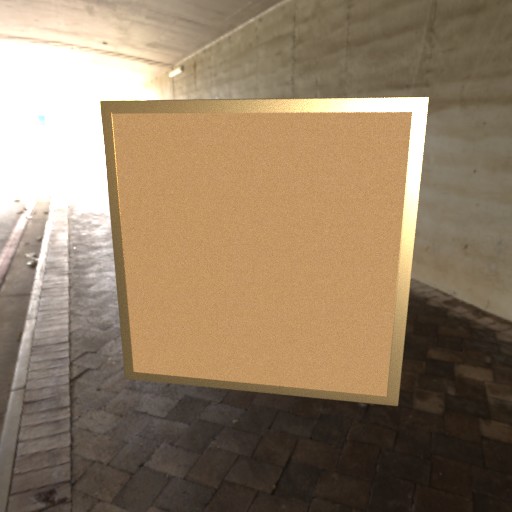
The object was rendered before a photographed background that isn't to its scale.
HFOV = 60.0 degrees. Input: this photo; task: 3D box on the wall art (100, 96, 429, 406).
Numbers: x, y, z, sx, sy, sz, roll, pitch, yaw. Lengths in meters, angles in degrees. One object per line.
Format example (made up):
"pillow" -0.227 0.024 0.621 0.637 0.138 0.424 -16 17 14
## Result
"wall art" 0.000 0.000 0.458 0.305 0.305 0.023 3 16 10
